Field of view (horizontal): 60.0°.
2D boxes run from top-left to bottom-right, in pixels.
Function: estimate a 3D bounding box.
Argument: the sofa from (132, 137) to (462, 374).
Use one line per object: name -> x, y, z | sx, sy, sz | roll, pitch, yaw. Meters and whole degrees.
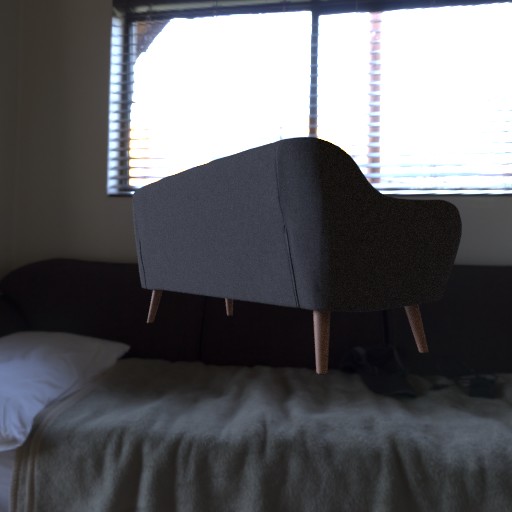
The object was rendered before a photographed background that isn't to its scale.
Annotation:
sofa -> 0.000, 0.000, 2.300 | 0.820, 0.820, 1.840 | 0, 0, -36
